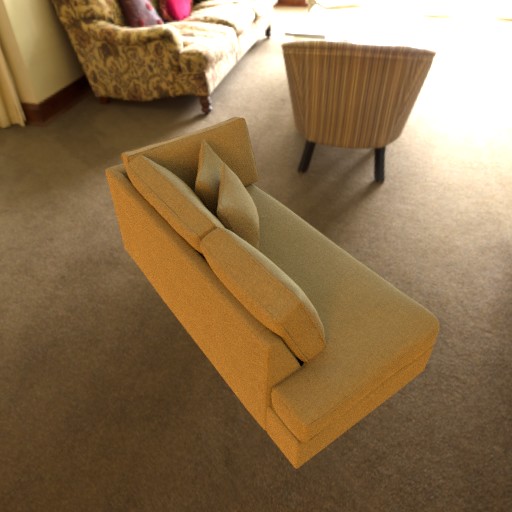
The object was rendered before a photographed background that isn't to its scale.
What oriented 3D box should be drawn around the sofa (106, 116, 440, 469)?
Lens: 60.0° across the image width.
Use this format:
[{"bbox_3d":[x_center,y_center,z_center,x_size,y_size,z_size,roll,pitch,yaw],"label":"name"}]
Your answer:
[{"bbox_3d":[0.000,0.000,2.934,1.110,1.019,2.238,-25,47,-26],"label":"sofa"}]
